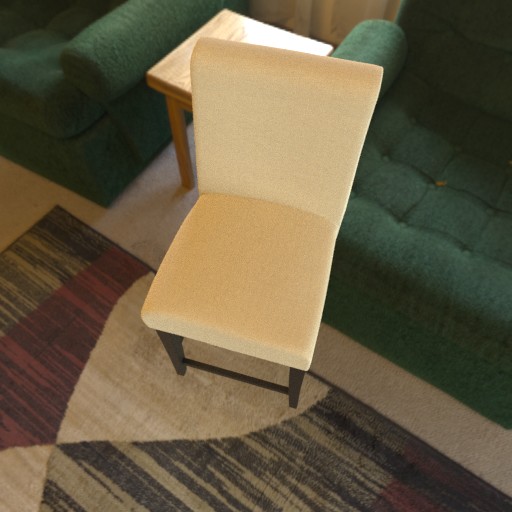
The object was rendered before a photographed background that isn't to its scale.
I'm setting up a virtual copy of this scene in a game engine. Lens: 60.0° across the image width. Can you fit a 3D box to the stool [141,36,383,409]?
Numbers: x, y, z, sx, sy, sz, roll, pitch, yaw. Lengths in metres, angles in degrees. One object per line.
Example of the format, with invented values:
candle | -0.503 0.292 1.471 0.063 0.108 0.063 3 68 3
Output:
stool | 0.000 0.000 1.305 0.452 0.976 0.597 14 59 9
